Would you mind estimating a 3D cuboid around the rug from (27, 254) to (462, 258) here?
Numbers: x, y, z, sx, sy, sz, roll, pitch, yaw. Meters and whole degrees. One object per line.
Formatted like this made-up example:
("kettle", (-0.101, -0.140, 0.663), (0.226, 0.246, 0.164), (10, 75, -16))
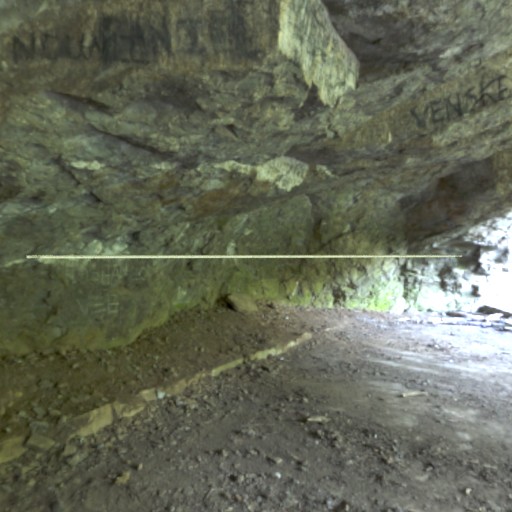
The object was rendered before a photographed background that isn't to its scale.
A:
("rug", (0.000, 0.000, 2.879), (2.544, 0.015, 0.795), (0, 0, -17))
